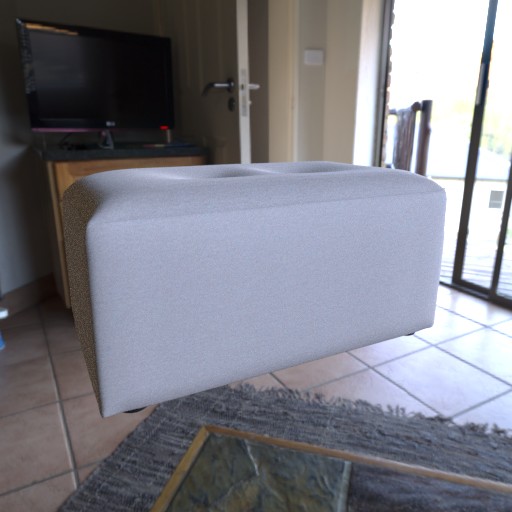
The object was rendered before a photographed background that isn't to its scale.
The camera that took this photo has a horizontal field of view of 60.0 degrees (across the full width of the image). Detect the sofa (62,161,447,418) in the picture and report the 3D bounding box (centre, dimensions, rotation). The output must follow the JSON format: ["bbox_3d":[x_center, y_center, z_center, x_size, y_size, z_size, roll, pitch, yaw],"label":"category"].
[{"bbox_3d":[0.000,0.000,1.211,0.930,0.470,0.480,-8,18,-26],"label":"sofa"}]
